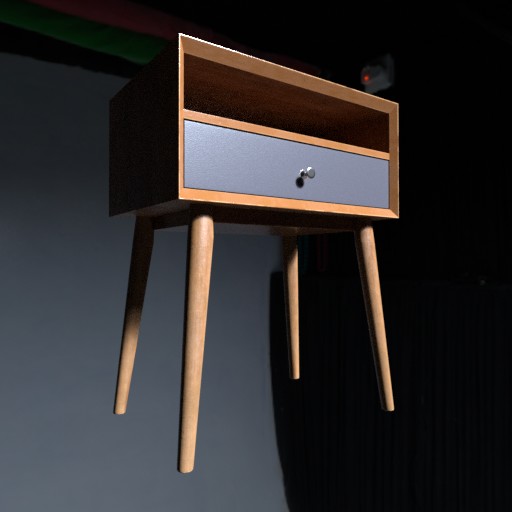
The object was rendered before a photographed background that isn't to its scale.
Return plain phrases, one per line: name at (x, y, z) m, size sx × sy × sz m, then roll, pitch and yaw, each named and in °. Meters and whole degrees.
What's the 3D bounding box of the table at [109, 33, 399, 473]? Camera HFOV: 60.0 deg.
table at (0.000, 0.000, 0.830) m, size 0.454 × 0.580 × 0.307 m, roll 0°, pitch -1°, yaw -35°
